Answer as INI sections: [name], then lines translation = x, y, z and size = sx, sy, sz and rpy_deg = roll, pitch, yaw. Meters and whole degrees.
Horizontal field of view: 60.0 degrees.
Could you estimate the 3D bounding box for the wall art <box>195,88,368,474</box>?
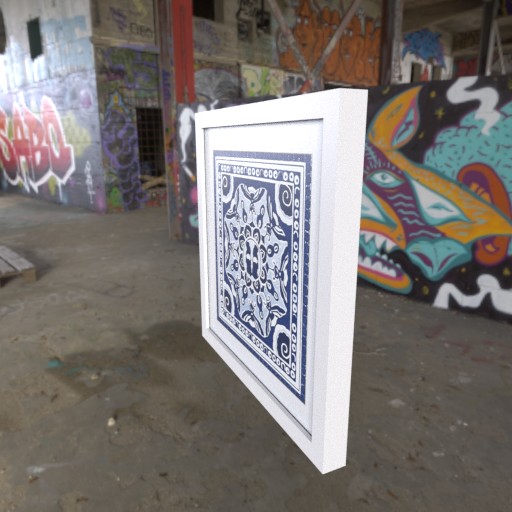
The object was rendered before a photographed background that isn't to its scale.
[wall art]
translation = 0.000, 0.000, 0.549
size = 0.027, 0.355, 0.355
rpy_deg = -7, 16, -25
